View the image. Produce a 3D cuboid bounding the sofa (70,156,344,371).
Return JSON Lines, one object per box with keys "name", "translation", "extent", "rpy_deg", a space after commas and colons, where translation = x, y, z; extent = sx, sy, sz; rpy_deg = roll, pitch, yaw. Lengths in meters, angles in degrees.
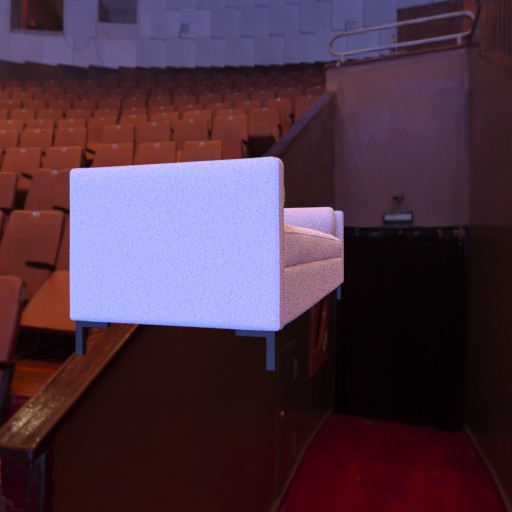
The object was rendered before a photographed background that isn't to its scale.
{"name": "sofa", "translation": [0.000, 0.000, 2.321], "extent": [0.746, 0.641, 1.985], "rpy_deg": [0, 1, 16]}
